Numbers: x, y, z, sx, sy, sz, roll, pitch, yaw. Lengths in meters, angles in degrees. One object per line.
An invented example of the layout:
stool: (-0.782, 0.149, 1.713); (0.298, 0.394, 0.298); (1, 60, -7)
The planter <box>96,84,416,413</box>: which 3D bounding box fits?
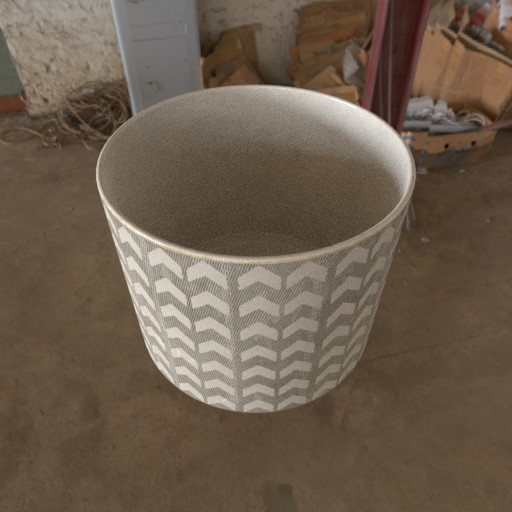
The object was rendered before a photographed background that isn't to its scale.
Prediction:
planter: (0.000, 0.000, 0.334); (0.190, 0.181, 0.190); (0, 45, 0)
